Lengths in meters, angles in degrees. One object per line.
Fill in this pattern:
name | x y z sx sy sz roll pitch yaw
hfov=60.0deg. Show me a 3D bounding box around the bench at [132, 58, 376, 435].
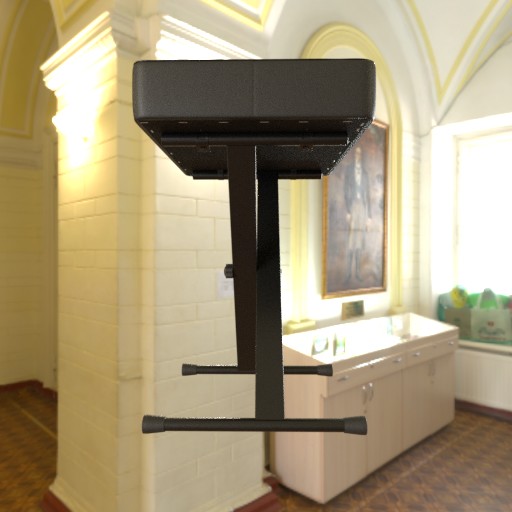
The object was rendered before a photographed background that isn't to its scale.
bench | 0.000 0.000 0.773 0.321 0.500 0.424 0 0 1
